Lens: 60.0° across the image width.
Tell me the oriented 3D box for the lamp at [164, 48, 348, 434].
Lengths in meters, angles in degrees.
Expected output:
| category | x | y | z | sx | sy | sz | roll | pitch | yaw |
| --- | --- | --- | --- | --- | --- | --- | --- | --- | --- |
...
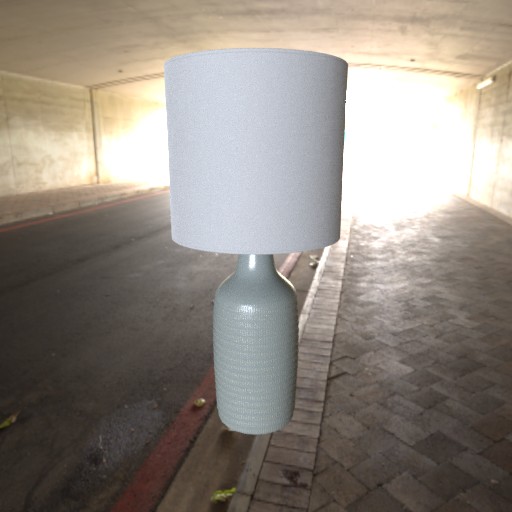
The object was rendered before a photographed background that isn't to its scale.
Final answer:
| category | x | y | z | sx | sy | sz | roll | pitch | yaw |
| --- | --- | --- | --- | --- | --- | --- | --- | --- | --- |
| lamp | 0.000 | 0.000 | 0.598 | 0.220 | 0.475 | 0.220 | -13 | 19 | -43 |
